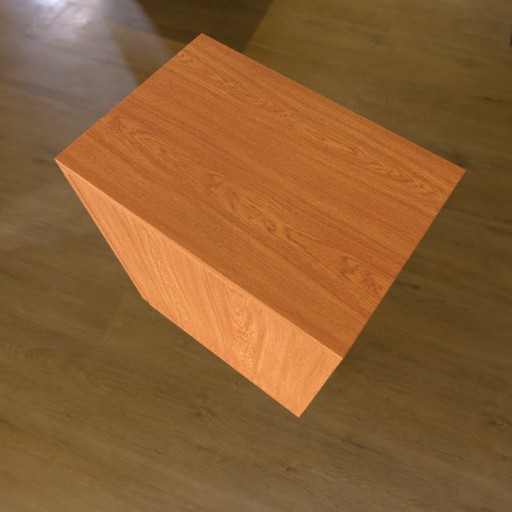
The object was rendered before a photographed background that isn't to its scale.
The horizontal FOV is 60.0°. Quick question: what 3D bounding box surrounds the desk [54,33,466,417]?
[{"bbox_3d":[0.000,0.000,1.096,0.600,0.730,0.404,34,68,15],"label":"desk"}]
